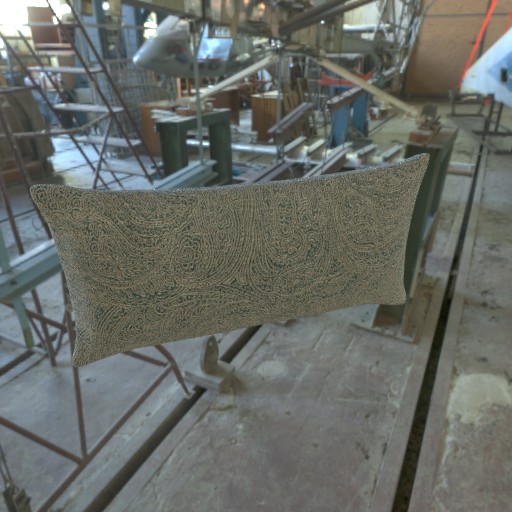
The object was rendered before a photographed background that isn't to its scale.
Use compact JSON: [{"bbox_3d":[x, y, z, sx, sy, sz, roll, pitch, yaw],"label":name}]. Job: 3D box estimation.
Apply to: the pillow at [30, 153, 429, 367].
[{"bbox_3d":[0.000,0.000,0.722,0.615,0.295,0.151,-8,27,-17],"label":"pillow"}]
